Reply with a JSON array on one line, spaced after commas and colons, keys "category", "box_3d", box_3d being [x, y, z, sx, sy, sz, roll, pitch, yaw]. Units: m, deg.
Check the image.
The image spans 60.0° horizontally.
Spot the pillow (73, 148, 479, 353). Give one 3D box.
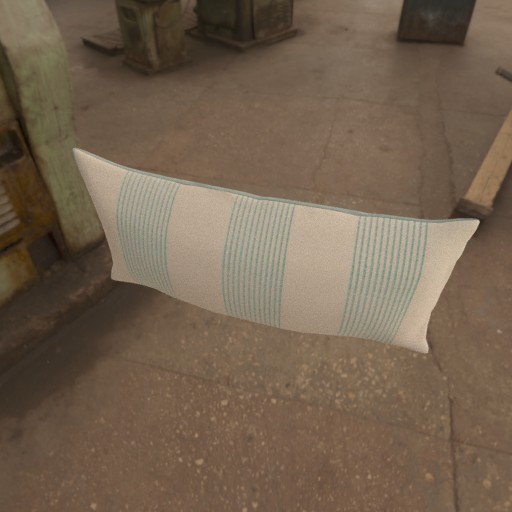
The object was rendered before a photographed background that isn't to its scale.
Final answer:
[{"category": "pillow", "box_3d": [0.000, 0.000, 0.725, 0.610, 0.287, 0.151, 12, 44, 13]}]
